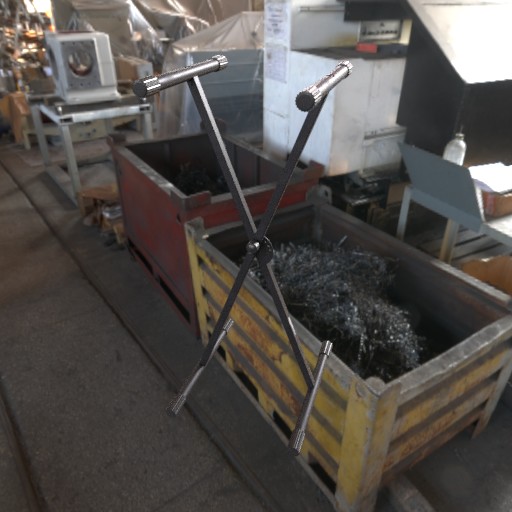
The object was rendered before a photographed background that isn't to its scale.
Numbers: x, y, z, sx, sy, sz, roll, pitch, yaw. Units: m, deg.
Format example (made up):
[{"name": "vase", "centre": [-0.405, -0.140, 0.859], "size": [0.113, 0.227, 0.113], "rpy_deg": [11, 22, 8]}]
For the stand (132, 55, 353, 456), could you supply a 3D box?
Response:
[{"name": "stand", "centre": [0.000, 0.000, 1.197], "size": [0.409, 0.940, 0.449], "rpy_deg": [10, 33, 17]}]
